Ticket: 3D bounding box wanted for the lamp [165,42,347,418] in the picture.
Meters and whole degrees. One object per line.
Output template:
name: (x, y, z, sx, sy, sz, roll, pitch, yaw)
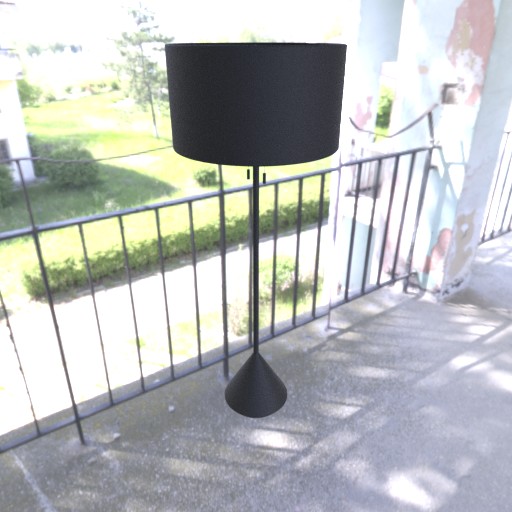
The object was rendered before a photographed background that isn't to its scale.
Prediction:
lamp: (0.000, 0.000, 1.766, 0.580, 1.526, 0.580, -17, 31, -30)
